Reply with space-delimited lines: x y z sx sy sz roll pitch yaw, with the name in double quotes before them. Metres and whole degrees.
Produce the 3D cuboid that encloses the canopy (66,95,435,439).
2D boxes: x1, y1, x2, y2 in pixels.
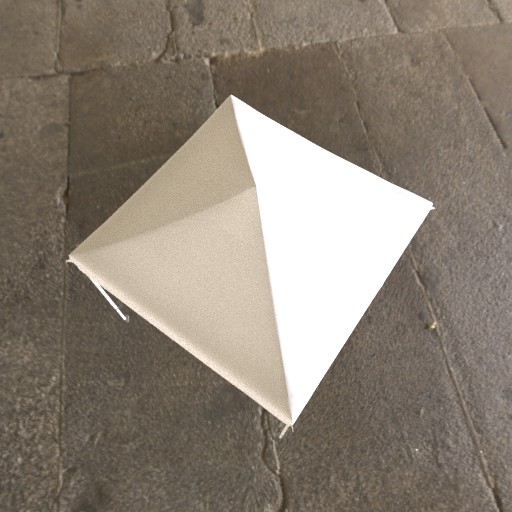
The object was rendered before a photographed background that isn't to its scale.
"canopy" 0.000 0.000 5.519 2.994 2.998 2.996 33 68 15
